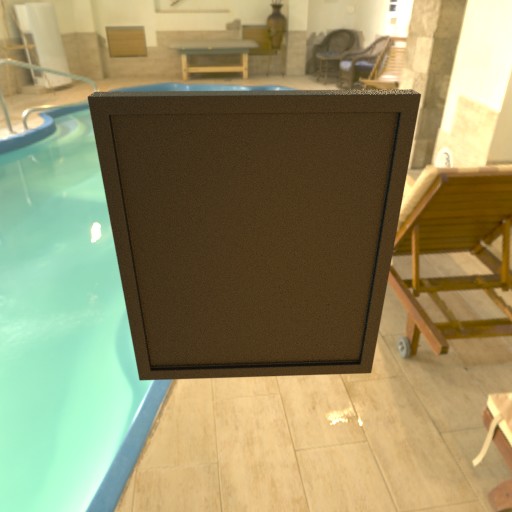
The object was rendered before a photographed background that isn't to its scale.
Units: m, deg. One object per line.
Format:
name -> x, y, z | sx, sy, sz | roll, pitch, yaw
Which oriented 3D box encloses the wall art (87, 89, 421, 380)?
wall art -> 0.000, 0.000, 0.542 | 0.328, 0.381, 0.028 | -1, 30, -2
